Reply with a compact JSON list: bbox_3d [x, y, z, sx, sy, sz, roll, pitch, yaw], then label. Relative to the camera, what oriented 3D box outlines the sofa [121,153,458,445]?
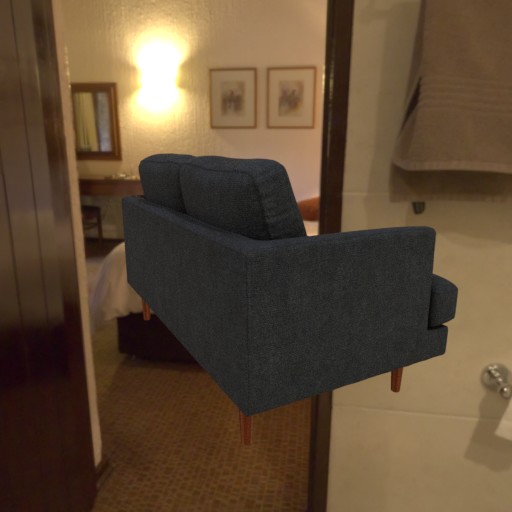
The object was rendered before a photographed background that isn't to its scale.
[{"bbox_3d":[0.000,0.000,2.105,0.903,0.944,1.582,-7,16,-28],"label":"sofa"}]
